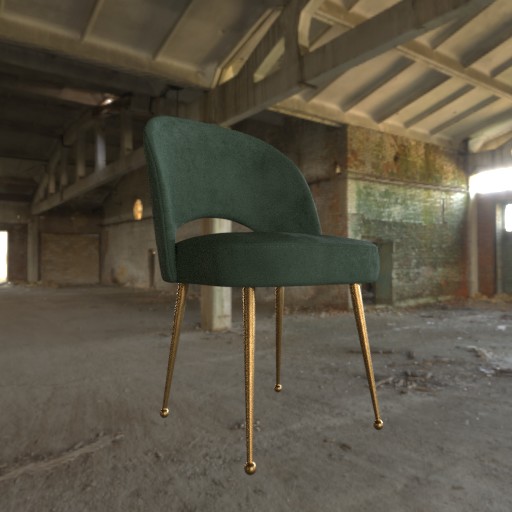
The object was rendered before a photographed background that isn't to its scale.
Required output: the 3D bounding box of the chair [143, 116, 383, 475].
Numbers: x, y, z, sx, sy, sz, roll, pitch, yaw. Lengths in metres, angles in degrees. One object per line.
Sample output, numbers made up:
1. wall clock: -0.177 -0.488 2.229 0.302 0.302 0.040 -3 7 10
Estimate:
1. chair: 0.000 0.000 1.188 0.527 0.860 0.577 1 -1 -36
